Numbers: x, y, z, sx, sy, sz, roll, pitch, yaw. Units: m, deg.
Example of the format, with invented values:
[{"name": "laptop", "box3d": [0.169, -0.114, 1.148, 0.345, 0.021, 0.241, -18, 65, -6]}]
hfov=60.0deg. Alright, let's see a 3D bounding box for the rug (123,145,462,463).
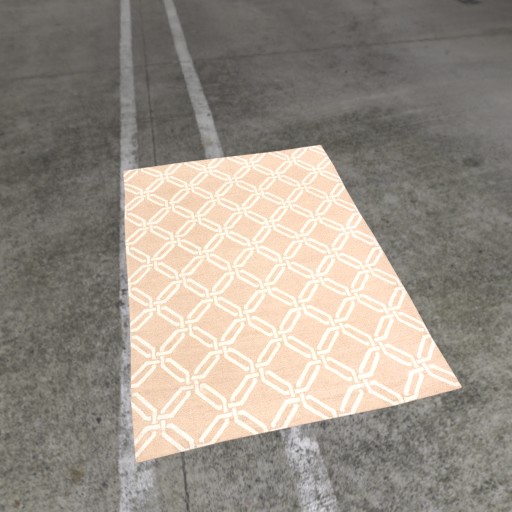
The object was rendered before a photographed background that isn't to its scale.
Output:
[{"name": "rug", "box3d": [0.000, 0.000, 4.265, 2.452, 0.020, 3.365, -10, 48, -9]}]
